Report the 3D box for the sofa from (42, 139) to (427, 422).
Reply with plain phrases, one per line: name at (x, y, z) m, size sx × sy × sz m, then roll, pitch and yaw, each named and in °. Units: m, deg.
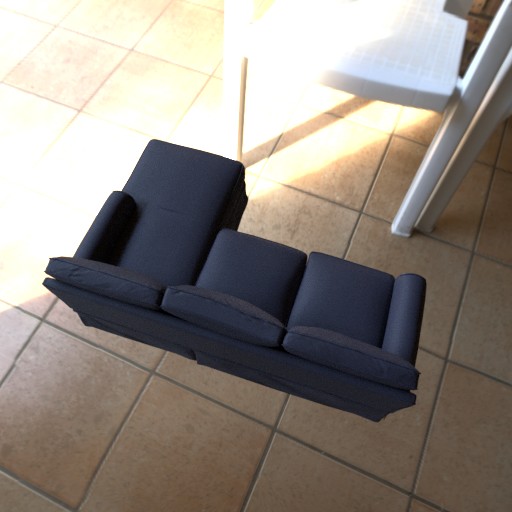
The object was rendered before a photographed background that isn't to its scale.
sofa at (0.000, 0.000, 3.383) m, size 2.518 × 1.039 × 1.637 m, roll 16°, pitch 65°, yaw 8°
